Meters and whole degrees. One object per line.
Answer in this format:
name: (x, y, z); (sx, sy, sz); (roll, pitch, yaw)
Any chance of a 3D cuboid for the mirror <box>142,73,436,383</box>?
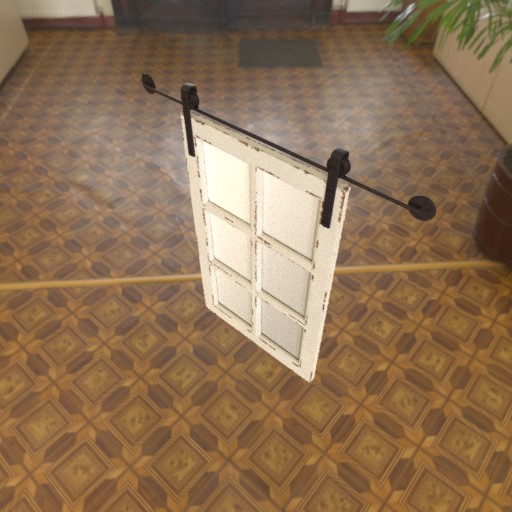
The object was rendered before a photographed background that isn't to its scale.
mirror: (0.000, 0.000, 1.223); (0.808, 0.844, 0.037); (32, 54, 27)
